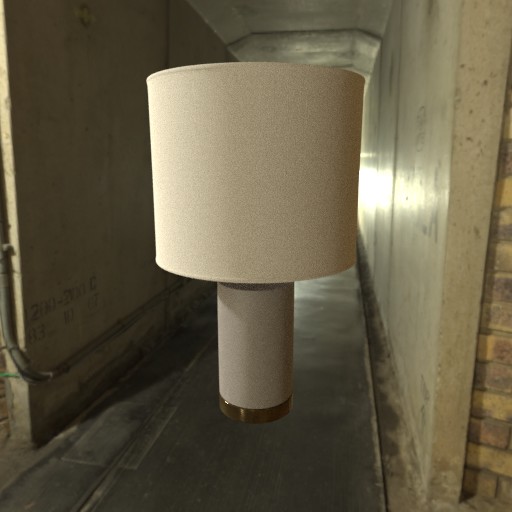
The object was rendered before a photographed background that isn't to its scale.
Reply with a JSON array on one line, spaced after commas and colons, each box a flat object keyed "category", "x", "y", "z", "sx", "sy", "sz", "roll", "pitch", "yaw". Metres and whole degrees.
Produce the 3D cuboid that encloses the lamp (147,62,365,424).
[{"category": "lamp", "x": 0.000, "y": 0.000, "z": 0.519, "sx": 0.229, "sy": 0.380, "sz": 0.229, "roll": 0, "pitch": 13, "yaw": 0}]
